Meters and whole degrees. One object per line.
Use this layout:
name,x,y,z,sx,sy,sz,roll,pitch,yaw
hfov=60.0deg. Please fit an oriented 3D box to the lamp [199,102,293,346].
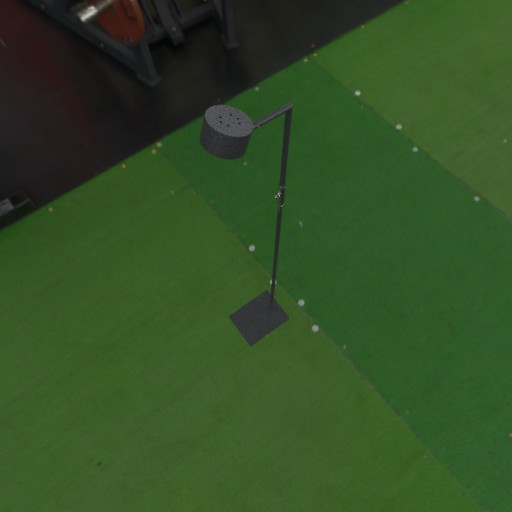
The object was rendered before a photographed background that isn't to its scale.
lamp,0.000,0.000,1.730,0.304,1.600,0.203,-33,68,-15
